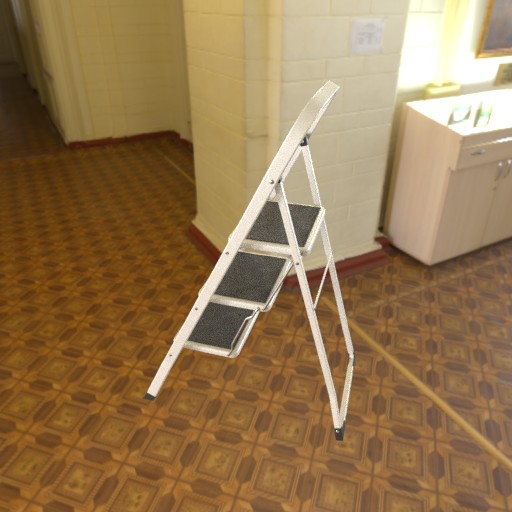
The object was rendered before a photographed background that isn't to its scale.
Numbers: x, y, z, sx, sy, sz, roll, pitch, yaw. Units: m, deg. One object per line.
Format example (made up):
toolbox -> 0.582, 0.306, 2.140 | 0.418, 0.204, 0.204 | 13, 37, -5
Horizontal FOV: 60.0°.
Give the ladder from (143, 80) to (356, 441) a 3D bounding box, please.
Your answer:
ladder -> 0.000, 0.000, 1.432 | 0.711, 1.050, 0.460 | 9, 31, 15
